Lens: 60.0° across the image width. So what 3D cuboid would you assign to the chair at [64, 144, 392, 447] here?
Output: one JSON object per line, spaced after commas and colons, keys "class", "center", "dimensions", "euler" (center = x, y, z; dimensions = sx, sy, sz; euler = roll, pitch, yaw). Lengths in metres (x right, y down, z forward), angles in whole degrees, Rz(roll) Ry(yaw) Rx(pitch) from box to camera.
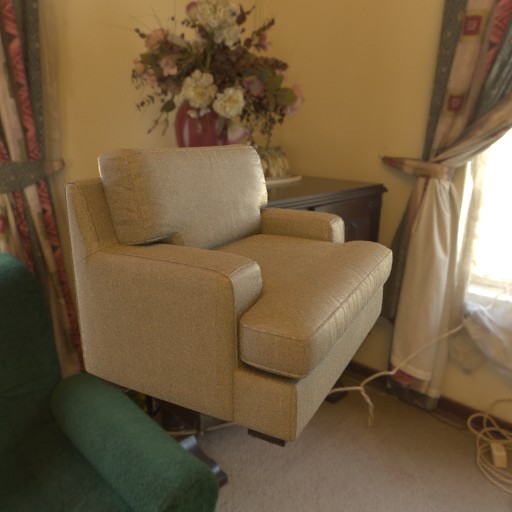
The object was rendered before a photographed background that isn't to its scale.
{"class": "chair", "center": [0.000, 0.000, 2.034], "dimensions": [1.043, 0.974, 1.270], "euler": [8, 17, 27]}
